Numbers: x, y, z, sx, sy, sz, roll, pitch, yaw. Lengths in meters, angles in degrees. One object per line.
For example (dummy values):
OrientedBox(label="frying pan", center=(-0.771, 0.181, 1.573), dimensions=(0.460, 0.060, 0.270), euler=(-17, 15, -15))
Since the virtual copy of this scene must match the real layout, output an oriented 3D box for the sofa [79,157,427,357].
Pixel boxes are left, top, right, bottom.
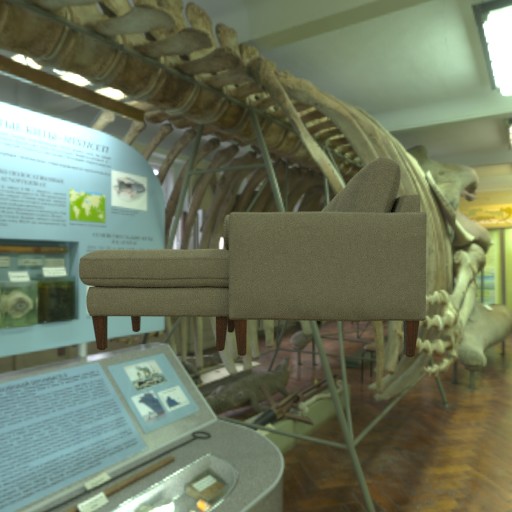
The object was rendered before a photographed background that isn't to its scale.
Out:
OrientedBox(label="sofa", center=(0.000, 0.000, 2.942), dimensions=(1.506, 0.875, 2.178), euler=(0, -1, 2))
